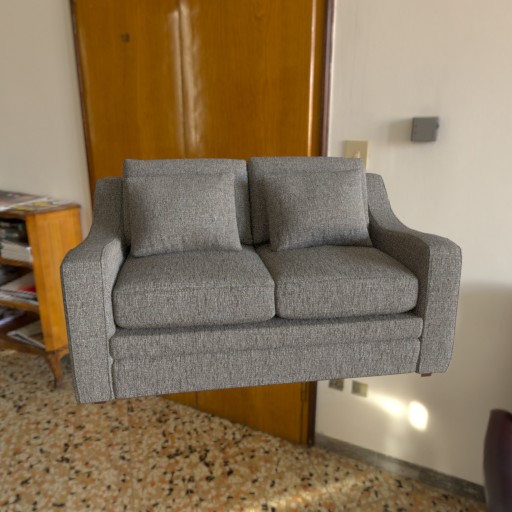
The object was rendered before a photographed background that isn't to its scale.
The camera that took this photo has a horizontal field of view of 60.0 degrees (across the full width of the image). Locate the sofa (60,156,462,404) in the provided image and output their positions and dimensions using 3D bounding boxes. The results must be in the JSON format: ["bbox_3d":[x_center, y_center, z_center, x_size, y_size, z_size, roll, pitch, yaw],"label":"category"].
[{"bbox_3d":[0.000,0.000,2.370,1.778,0.991,1.120,-2,17,-8],"label":"sofa"}]
